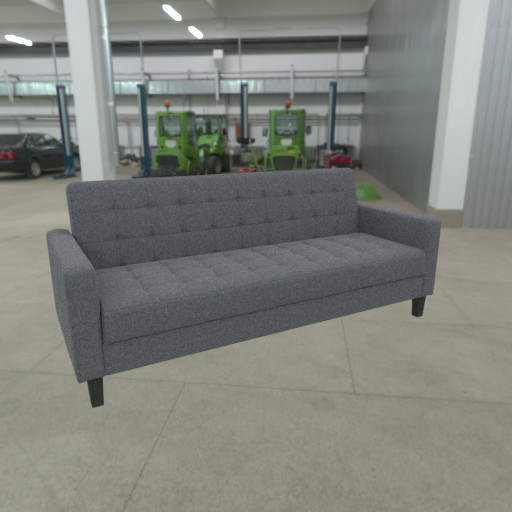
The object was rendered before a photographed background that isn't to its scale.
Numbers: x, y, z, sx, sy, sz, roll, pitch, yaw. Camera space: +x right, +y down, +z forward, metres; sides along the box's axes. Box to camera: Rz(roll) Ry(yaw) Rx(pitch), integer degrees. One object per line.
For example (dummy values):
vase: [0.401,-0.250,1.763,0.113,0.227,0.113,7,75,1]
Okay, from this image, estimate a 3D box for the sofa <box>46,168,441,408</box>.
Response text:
sofa: [0.000,0.000,2.446,2.040,0.850,0.810,-9,18,-28]
